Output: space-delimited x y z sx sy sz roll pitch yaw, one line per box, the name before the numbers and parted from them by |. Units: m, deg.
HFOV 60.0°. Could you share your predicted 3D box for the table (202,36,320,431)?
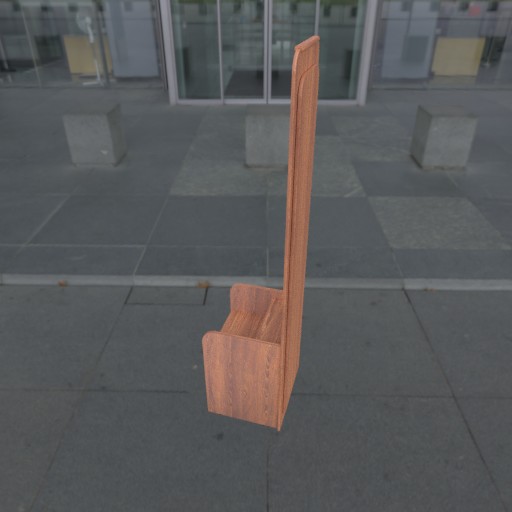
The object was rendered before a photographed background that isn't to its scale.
table | 0.000 0.000 2.068 0.420 1.830 0.450 9 33 14
